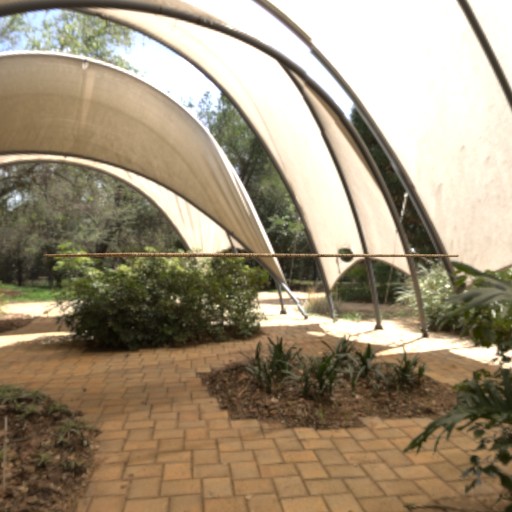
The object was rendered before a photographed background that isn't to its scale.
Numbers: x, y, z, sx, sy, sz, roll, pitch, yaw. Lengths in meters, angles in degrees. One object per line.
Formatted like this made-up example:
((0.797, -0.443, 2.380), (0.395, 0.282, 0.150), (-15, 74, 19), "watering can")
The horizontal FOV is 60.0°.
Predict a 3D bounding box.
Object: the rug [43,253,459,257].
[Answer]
((0.000, 0.000, 2.351), (1.846, 0.014, 1.243), (0, 0, -37), "rug")
